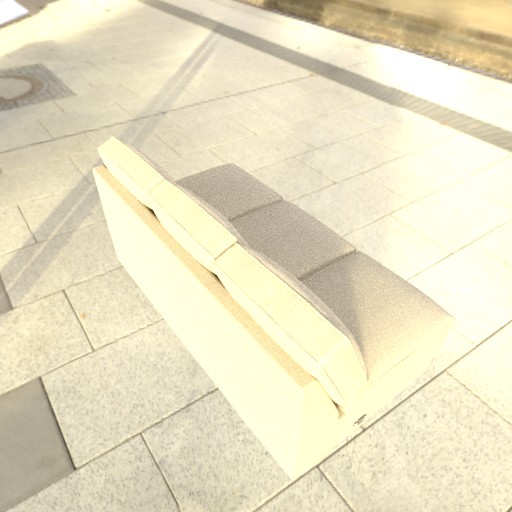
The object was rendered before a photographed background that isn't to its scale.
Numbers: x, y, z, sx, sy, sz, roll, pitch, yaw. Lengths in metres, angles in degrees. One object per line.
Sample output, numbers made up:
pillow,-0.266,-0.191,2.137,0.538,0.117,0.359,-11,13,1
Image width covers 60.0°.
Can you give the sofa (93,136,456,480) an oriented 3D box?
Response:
sofa,0.000,0.000,2.496,1.027,0.973,1.962,-26,47,-27
